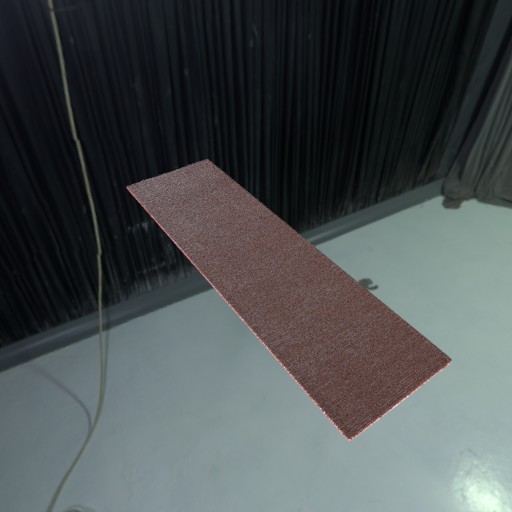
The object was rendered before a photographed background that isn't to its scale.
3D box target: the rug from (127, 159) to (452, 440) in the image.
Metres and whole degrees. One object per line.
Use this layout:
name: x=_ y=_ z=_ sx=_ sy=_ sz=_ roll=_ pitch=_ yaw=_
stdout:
rug: x=0.000 y=0.000 z=2.671 sx=0.687 sy=0.012 sz=2.307 roll=-25 pitch=48 yaw=-25
